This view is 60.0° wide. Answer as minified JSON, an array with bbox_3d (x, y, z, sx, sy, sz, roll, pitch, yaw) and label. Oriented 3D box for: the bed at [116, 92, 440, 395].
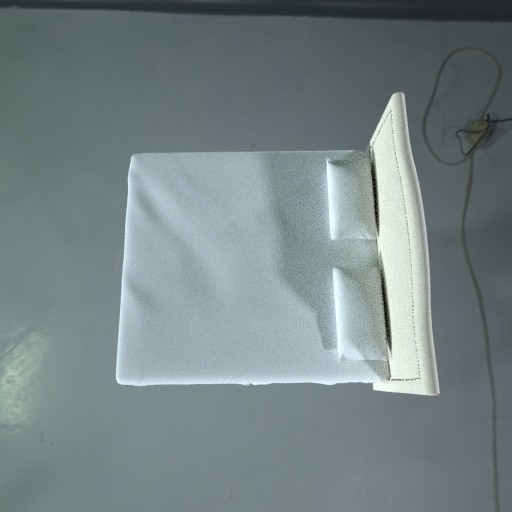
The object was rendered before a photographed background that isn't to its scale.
[{"bbox_3d":[0.000,0.000,3.482,2.182,1.421,2.083,-1,74,0],"label":"bed"}]
